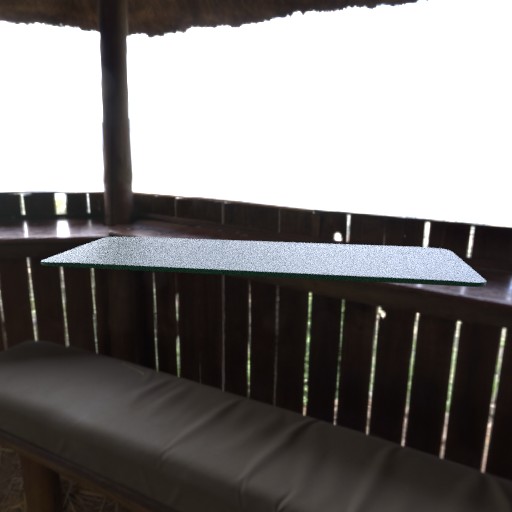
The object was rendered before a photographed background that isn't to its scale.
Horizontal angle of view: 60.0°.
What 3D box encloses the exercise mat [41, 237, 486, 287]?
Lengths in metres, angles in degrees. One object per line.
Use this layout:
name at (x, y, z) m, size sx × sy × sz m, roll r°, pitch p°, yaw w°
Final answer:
exercise mat at (0.000, 0.000, 2.090) m, size 1.869 × 0.021 × 0.616 m, roll 2°, pitch 13°, yaw 10°
